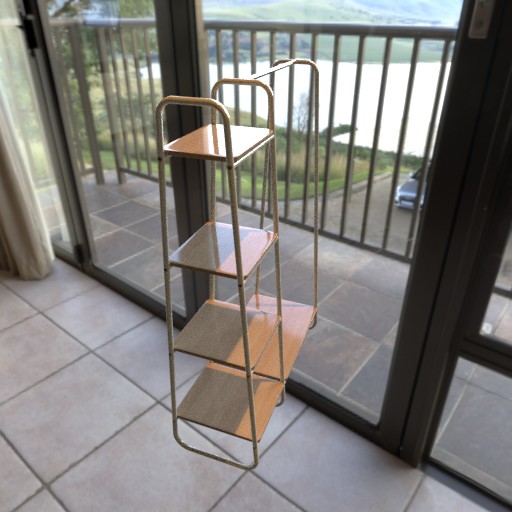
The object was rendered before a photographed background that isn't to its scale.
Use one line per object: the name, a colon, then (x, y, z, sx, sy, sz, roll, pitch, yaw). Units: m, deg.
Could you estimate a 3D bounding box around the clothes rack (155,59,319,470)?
clothes rack: (0.000, 0.000, 1.955, 0.400, 1.500, 1.011, 11, 31, 18)
